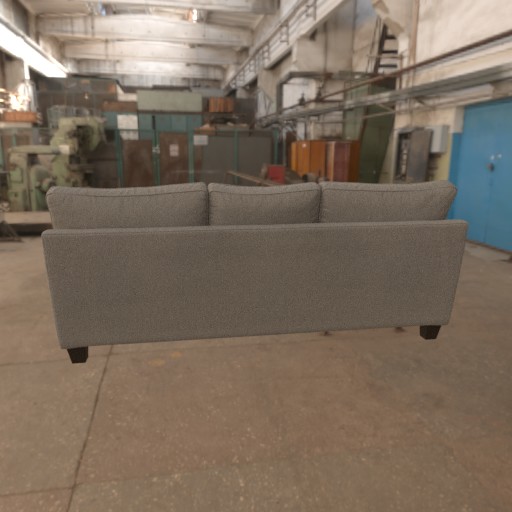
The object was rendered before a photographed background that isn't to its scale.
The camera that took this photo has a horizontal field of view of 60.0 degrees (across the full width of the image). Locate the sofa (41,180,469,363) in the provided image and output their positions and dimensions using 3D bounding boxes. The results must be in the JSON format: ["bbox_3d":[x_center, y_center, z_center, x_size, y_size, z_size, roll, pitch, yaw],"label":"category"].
[{"bbox_3d":[0.000,0.000,2.876,2.323,0.991,1.016,-2,13,-9],"label":"sofa"}]
